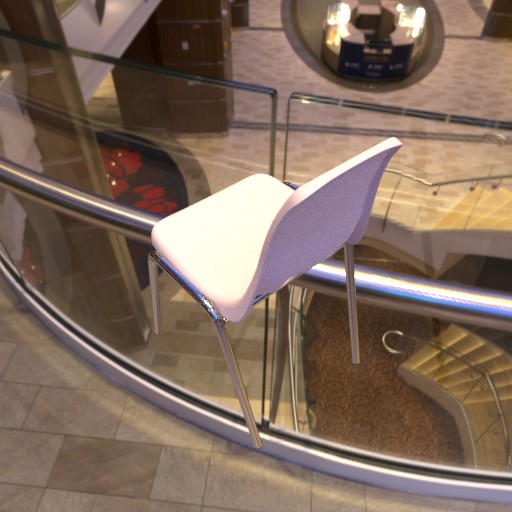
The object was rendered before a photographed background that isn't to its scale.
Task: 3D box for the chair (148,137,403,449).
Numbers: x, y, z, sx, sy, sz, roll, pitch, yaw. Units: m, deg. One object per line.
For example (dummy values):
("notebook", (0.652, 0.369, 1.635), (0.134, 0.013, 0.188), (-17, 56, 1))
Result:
("chair", (0.000, 0.000, 0.950), (0.381, 0.704, 0.436), (-31, 54, -26))
